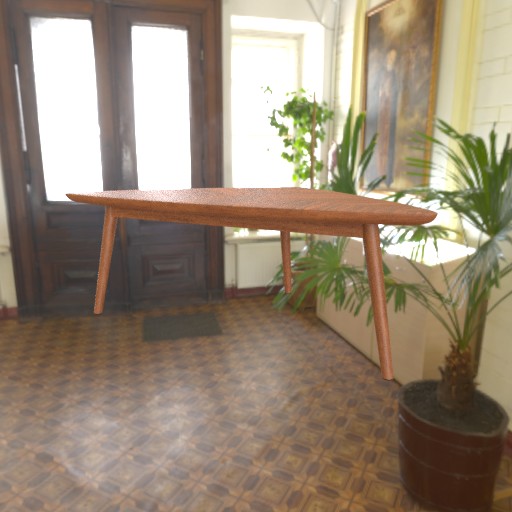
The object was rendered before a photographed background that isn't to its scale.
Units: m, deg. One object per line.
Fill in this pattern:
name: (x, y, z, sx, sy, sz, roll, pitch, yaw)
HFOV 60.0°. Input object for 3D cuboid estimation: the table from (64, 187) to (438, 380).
table: (0.000, 0.000, 1.298, 1.008, 0.365, 0.601, 7, 15, 27)
